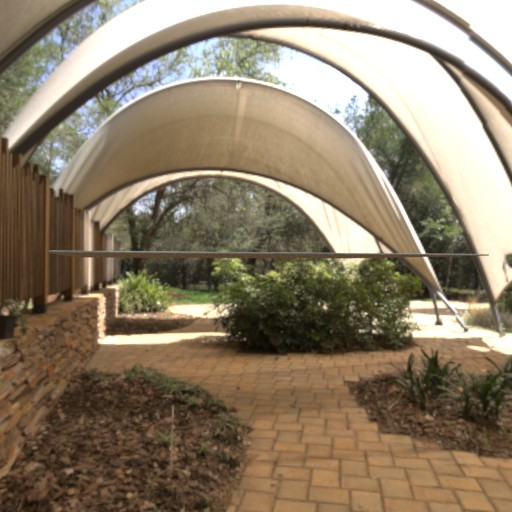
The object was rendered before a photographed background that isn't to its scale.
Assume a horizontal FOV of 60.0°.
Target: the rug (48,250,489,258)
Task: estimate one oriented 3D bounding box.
[{"bbox_3d":[0.000,0.000,2.869,2.284,0.008,1.522,0,-1,-18],"label":"rug"}]
